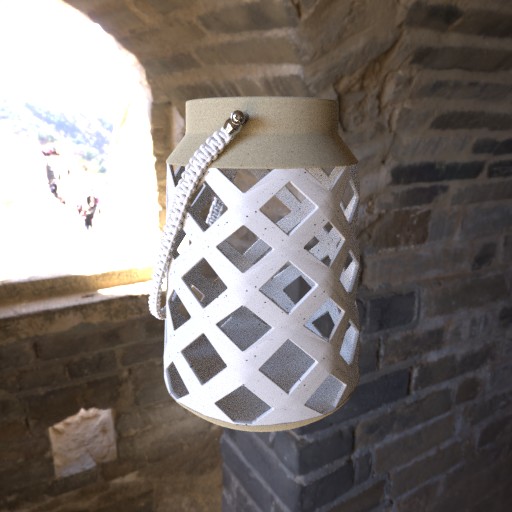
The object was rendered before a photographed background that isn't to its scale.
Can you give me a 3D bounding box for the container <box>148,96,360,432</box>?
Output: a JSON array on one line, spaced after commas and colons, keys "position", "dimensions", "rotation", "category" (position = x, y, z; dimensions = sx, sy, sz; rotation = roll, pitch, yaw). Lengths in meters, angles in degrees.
[{"position": [0.000, 0.000, 0.402], "dimensions": [0.198, 0.264, 0.188], "rotation": [3, 16, 9], "category": "container"}]
